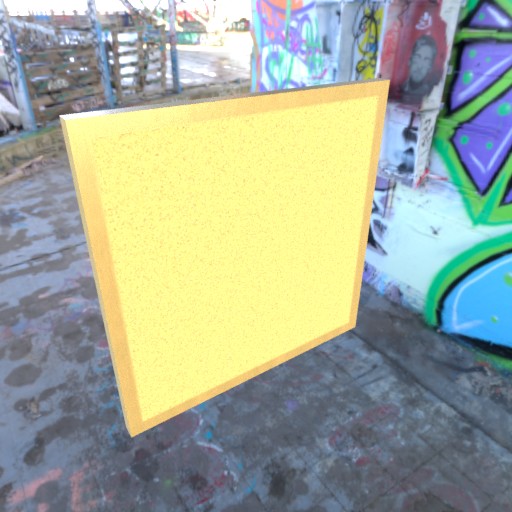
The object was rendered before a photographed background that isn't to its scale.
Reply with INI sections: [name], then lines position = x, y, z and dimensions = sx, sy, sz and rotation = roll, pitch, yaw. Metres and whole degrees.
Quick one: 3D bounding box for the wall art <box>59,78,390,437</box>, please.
[wall art]
position = 0.000, 0.000, 2.784
dimensions = 1.935, 1.936, 0.097
rotation = -19, 35, -29
